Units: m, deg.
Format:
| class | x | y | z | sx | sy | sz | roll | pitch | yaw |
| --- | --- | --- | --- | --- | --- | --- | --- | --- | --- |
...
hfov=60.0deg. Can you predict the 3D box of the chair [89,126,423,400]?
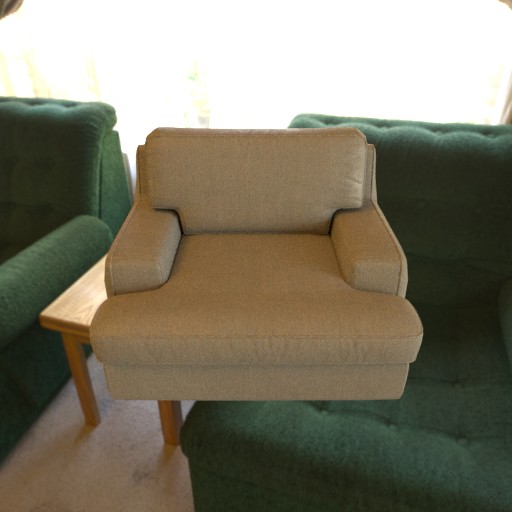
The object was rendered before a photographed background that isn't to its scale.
| class | x | y | z | sx | sy | sz | roll | pitch | yaw |
| --- | --- | --- | --- | --- | --- | --- | --- | --- | --- |
| chair | 0.000 | 0.000 | 2.011 | 1.270 | 0.974 | 1.043 | 0 | 31 | 0 |
